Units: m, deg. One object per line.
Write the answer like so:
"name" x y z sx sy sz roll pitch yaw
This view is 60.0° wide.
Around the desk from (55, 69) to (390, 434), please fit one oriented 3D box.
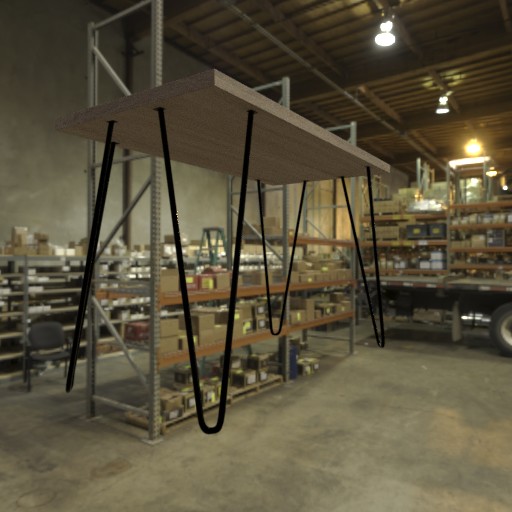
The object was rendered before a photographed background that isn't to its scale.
"desk" 0.000 0.000 1.335 0.499 0.660 0.991 0 0 34
